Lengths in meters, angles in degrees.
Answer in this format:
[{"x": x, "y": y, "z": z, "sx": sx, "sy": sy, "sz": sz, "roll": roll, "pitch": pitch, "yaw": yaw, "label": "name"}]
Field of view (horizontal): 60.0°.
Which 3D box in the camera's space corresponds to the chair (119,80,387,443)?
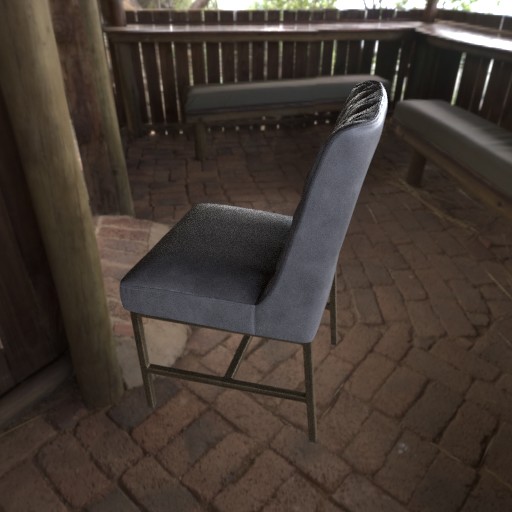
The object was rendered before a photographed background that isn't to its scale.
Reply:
[{"x": 0.000, "y": 0.000, "z": 1.241, "sx": 0.587, "sy": 0.889, "sz": 0.508, "roll": 9, "pitch": 32, "yaw": 14, "label": "chair"}]
